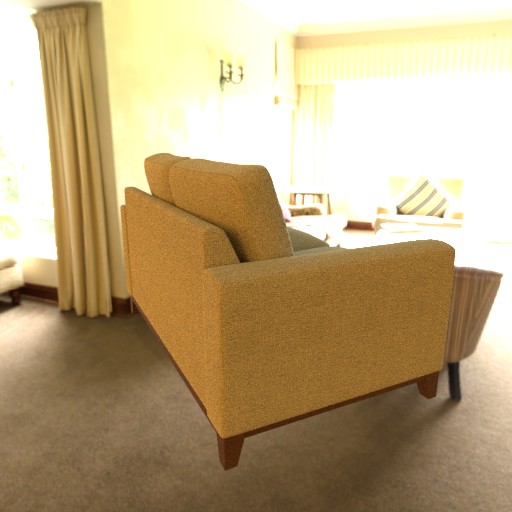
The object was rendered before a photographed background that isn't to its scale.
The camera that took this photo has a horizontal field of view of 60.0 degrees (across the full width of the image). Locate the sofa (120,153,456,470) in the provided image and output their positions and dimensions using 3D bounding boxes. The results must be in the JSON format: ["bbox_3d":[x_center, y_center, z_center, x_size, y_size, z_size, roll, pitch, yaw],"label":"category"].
[{"bbox_3d":[0.000,0.000,1.983,0.917,0.873,1.420,-7,17,-25],"label":"sofa"}]
